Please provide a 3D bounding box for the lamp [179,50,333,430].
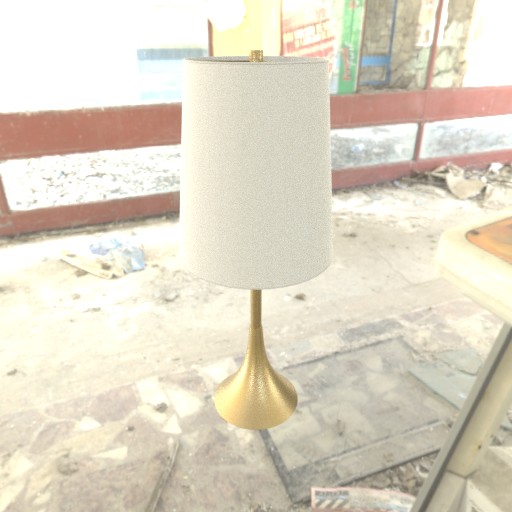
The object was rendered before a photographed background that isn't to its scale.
[{"bbox_3d":[0.000,0.000,0.675,0.231,0.569,0.231,0,26,0],"label":"lamp"}]
